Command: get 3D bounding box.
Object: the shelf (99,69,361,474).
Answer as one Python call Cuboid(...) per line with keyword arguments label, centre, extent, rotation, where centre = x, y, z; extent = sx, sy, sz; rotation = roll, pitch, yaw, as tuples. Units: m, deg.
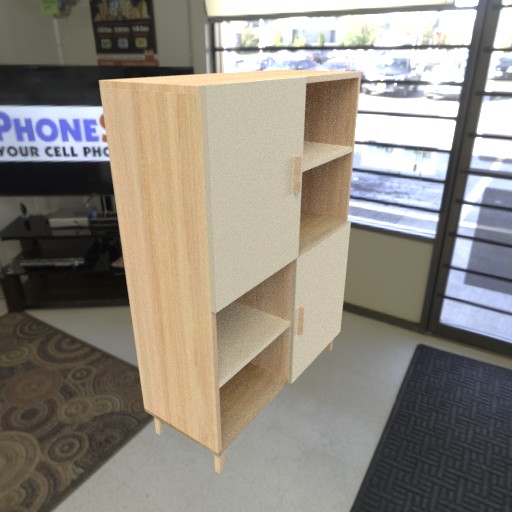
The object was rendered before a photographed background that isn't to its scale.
Cuboid(label="shelf", centre=(0.000, 0.000, 1.856), extent=(0.434, 1.405, 0.995), rotation=(17, 30, 32))
